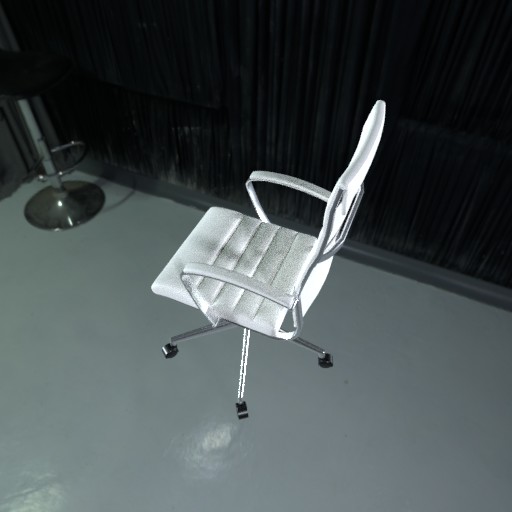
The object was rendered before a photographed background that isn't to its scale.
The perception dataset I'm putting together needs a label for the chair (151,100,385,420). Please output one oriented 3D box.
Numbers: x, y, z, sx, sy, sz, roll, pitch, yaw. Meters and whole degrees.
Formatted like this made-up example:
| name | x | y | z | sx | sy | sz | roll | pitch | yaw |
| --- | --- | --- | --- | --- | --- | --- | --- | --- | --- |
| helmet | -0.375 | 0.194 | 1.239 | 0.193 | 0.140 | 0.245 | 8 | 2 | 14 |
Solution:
| name | x | y | z | sx | sy | sz | roll | pitch | yaw |
| --- | --- | --- | --- | --- | --- | --- | --- | --- | --- |
| chair | 0.000 | 0.000 | 1.653 | 0.739 | 1.149 | 0.766 | 17 | 49 | 15 |
